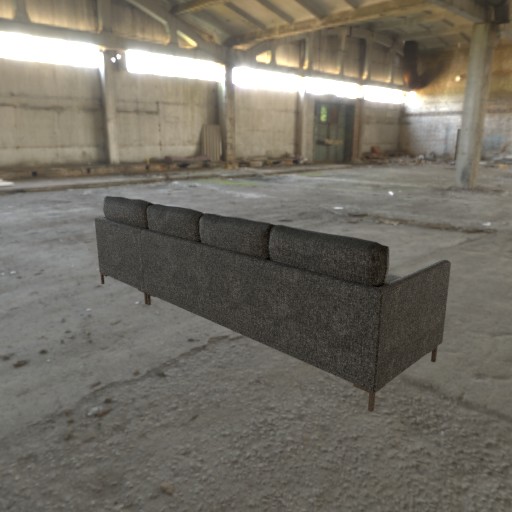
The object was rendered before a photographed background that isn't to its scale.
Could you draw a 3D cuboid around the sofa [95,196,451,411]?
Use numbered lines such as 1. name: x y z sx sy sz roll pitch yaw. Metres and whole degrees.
1. sofa: 0.000 0.000 4.082 1.488 0.970 3.384 -14 20 -43
